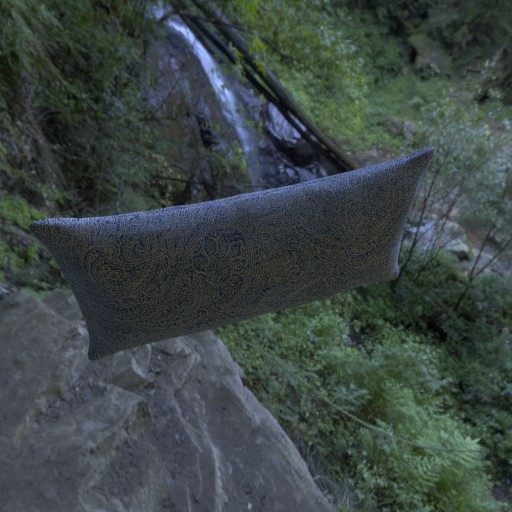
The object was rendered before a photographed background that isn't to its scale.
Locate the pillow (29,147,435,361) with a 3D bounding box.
[{"bbox_3d":[0.000,0.000,0.739,0.615,0.295,0.151,-13,43,-15],"label":"pillow"}]
